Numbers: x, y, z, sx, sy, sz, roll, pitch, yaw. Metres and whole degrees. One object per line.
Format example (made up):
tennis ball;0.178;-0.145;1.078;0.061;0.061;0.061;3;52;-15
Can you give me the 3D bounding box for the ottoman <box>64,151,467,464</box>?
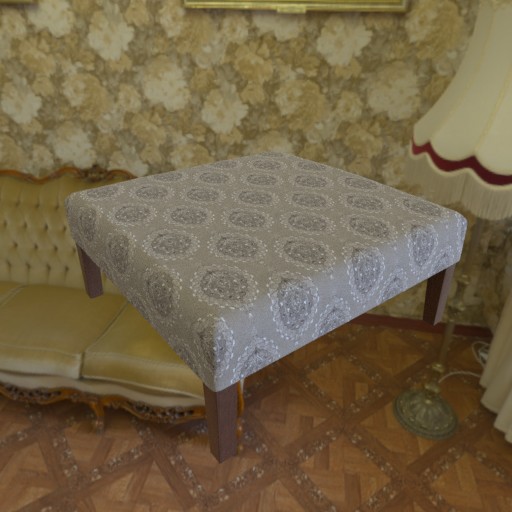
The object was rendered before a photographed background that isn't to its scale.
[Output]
ottoman;0.000;0.000;1.427;0.889;0.411;0.890;-20;35;-32
